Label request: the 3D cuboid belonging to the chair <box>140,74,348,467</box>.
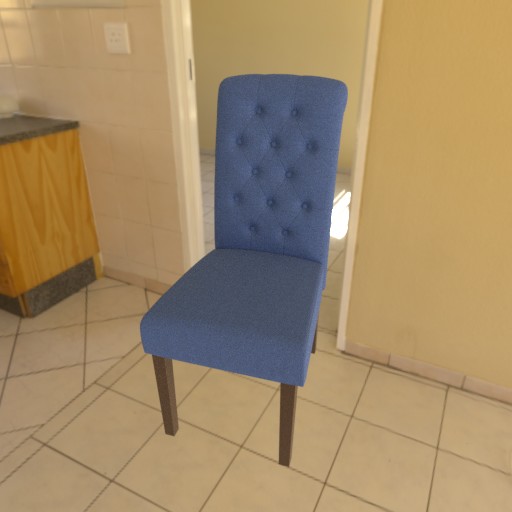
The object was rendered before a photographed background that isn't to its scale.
[{"bbox_3d":[0.000,0.000,1.383,0.456,1.006,0.671,8,29,15],"label":"chair"}]
